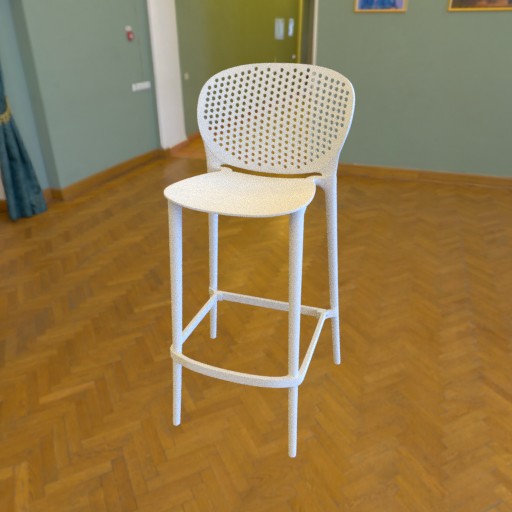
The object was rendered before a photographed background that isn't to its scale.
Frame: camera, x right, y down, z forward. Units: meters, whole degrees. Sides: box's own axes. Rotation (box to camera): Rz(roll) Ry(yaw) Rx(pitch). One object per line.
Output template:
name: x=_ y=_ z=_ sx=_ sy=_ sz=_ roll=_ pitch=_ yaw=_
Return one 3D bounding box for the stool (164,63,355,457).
stool: x=0.000 y=0.000 z=1.346 sx=0.536 sy=1.045 sz=0.535 roll=8 pitch=28 yaw=16
